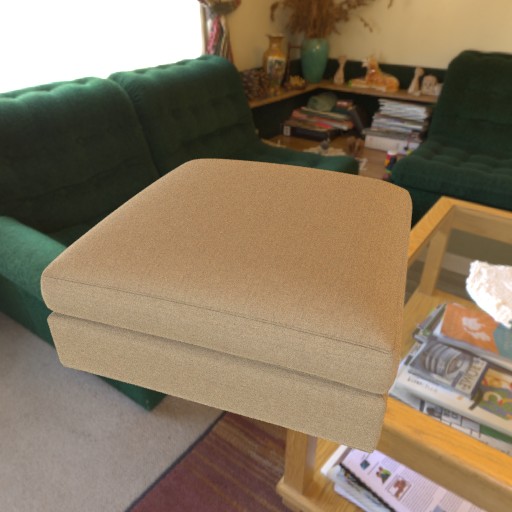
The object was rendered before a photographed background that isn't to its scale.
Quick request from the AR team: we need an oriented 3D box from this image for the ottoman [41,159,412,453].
[{"bbox_3d":[0.000,0.000,1.612,1.041,0.470,1.041,10,33,16],"label":"ottoman"}]
